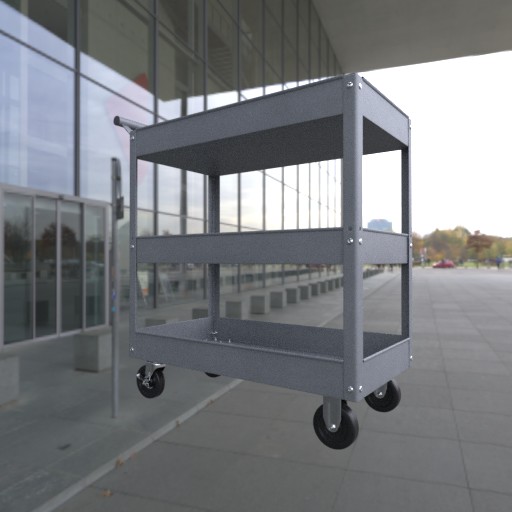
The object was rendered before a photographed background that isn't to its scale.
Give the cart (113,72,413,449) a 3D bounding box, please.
[{"bbox_3d":[0.000,0.000,1.174,0.719,0.780,0.366,0,-1,36],"label":"cart"}]
